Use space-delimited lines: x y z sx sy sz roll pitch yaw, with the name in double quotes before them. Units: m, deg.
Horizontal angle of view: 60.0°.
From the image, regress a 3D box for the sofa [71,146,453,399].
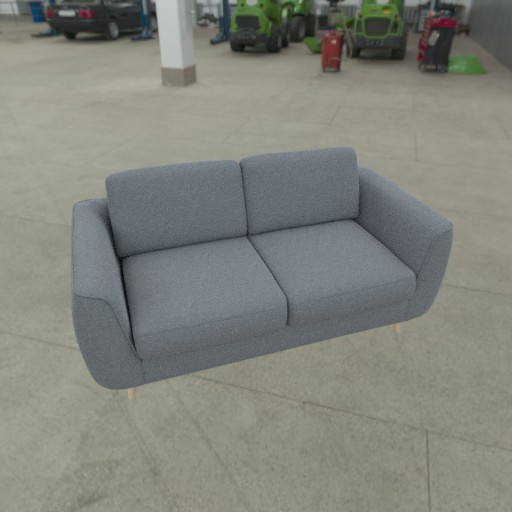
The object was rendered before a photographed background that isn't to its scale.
"sofa" 0.000 0.000 2.219 1.700 0.850 0.920 -10 33 -16
